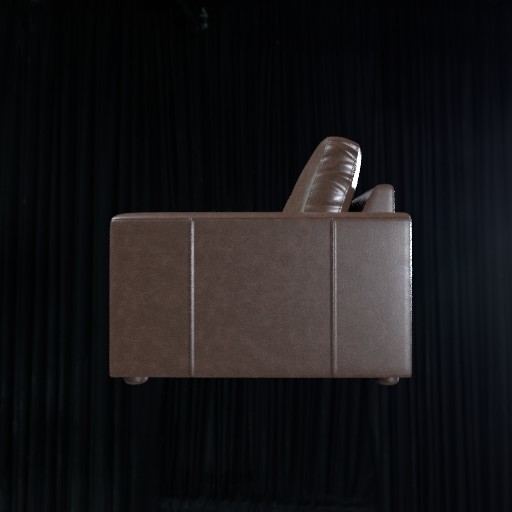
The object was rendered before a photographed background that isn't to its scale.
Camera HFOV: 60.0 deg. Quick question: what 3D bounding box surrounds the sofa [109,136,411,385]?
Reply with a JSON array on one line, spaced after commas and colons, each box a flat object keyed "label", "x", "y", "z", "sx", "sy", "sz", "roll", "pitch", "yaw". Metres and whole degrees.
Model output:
[{"label": "sofa", "x": 0.000, "y": 0.000, "z": 2.226, "sx": 1.016, "sy": 0.873, "sz": 1.616, "roll": 0, "pitch": 0, "yaw": 0}]
